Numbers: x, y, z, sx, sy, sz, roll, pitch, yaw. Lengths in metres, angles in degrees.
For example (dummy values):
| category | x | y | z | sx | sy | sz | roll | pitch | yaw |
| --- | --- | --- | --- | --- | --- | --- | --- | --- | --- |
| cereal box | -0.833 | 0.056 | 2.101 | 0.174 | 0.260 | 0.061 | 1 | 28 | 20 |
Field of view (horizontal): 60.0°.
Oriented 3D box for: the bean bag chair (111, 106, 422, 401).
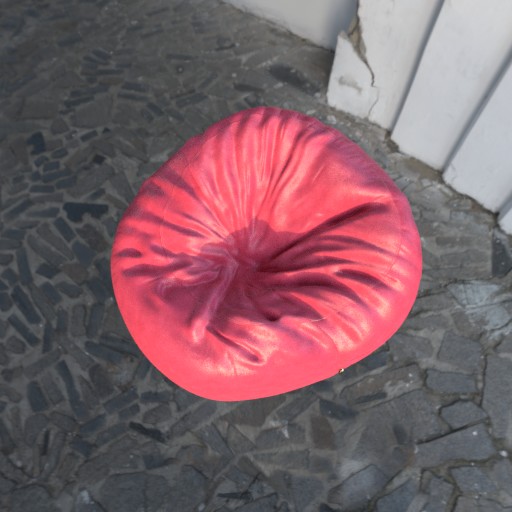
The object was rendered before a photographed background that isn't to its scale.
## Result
| category | x | y | z | sx | sy | sz | roll | pitch | yaw |
| --- | --- | --- | --- | --- | --- | --- | --- | --- | --- |
| bean bag chair | 0.000 | 0.000 | 2.400 | 1.524 | 0.878 | 1.524 | -32 | 67 | -16 |
